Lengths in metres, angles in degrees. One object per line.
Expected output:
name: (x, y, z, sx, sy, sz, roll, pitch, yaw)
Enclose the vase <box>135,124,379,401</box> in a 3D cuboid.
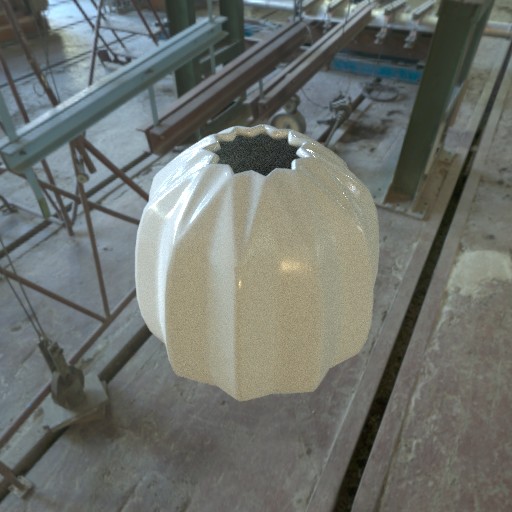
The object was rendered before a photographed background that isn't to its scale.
vase: (0.000, 0.000, 0.251, 0.139, 0.134, 0.139, 0, 42, 0)
